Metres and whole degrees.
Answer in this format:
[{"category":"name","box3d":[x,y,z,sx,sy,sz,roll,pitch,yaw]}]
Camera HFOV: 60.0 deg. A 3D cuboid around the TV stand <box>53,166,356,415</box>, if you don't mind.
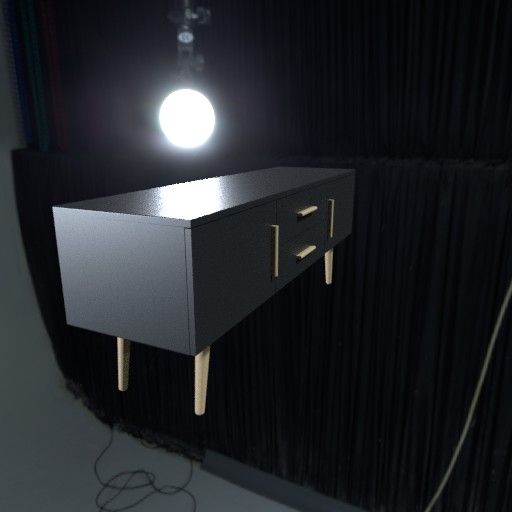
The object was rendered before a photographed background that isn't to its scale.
[{"category":"TV stand","box3d":[0.000,0.000,1.561,0.390,0.518,1.312,7,17,25]}]
